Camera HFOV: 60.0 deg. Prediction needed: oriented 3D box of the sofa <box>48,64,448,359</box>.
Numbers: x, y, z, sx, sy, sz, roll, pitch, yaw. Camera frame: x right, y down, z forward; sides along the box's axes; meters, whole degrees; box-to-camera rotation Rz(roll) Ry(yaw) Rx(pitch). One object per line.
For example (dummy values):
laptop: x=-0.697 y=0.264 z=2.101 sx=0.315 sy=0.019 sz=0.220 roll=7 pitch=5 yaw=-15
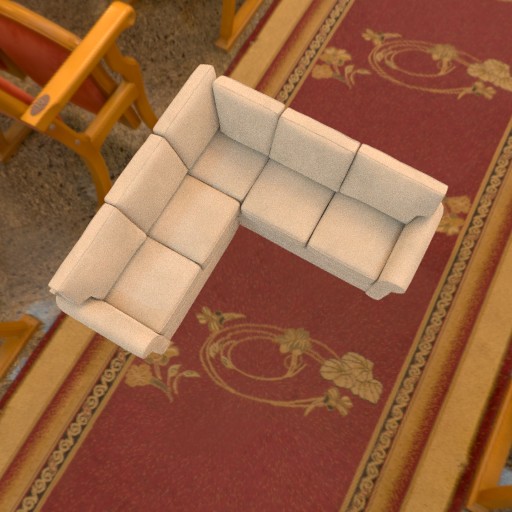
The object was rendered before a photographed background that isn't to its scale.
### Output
sofa: x=0.000 y=0.000 z=3.956 sx=2.569 sy=1.054 sz=2.487 roll=28 pitch=76 yaw=8
